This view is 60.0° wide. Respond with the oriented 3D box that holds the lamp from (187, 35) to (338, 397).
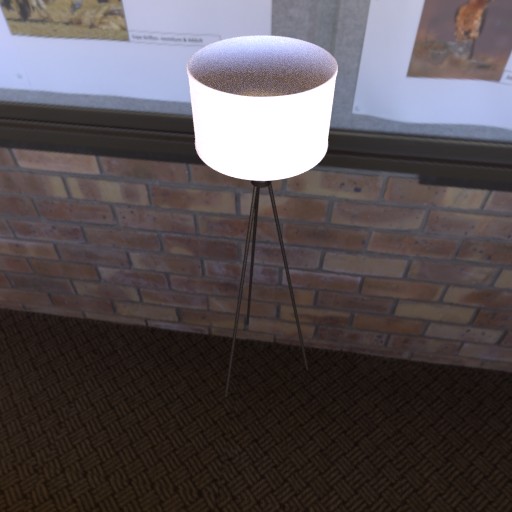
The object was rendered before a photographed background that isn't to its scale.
[{"bbox_3d":[0.000,0.000,1.771,0.448,1.545,0.458,-17,48,-16],"label":"lamp"}]
